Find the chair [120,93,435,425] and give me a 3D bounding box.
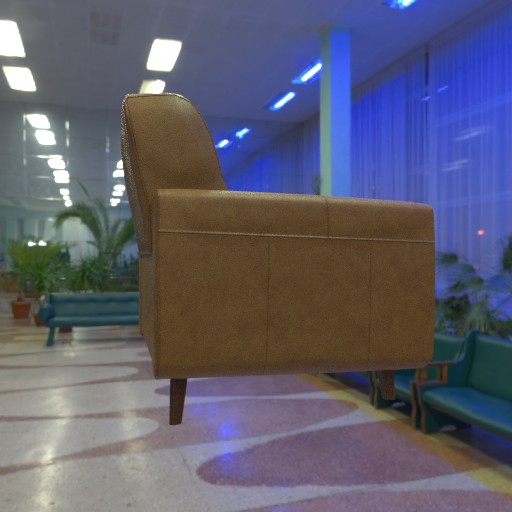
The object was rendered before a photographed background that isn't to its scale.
[{"bbox_3d":[0.000,0.000,1.616,0.942,0.968,0.845,0,0,-18],"label":"chair"}]
